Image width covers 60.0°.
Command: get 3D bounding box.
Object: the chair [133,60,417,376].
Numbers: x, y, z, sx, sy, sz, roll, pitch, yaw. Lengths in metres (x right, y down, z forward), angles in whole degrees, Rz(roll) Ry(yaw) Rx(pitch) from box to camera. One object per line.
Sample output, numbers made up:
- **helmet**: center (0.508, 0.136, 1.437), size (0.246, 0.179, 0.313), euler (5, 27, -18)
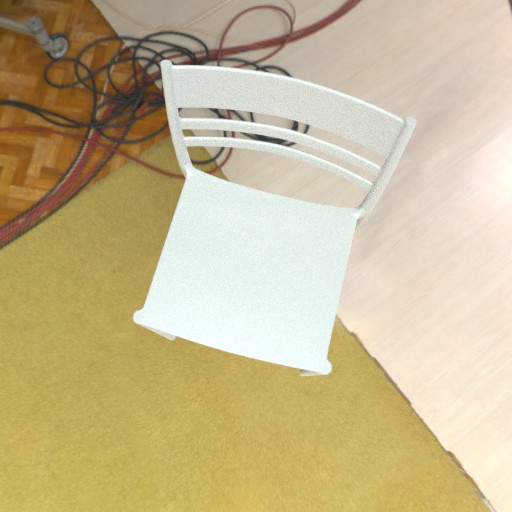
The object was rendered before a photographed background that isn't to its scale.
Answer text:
- **chair**: center (0.000, 0.000, 1.127), size (0.531, 0.800, 0.511), euler (15, 77, 4)
